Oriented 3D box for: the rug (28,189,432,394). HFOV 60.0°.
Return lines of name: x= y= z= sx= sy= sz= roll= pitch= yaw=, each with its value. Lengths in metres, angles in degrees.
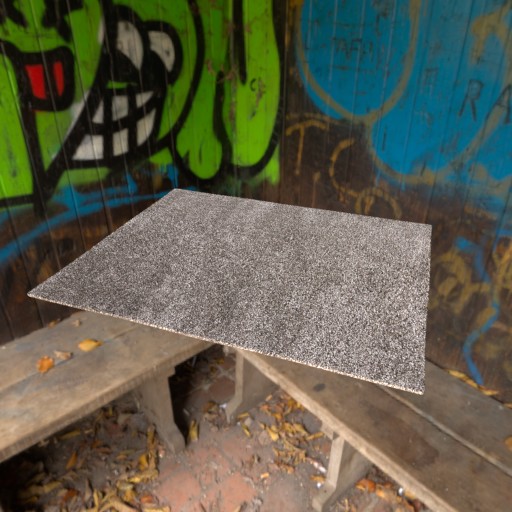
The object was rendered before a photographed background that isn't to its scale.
rug: x=0.000 y=0.000 z=4.049 sx=3.000 sy=0.025 sz=2.401 roll=10 pitch=32 yaw=17
